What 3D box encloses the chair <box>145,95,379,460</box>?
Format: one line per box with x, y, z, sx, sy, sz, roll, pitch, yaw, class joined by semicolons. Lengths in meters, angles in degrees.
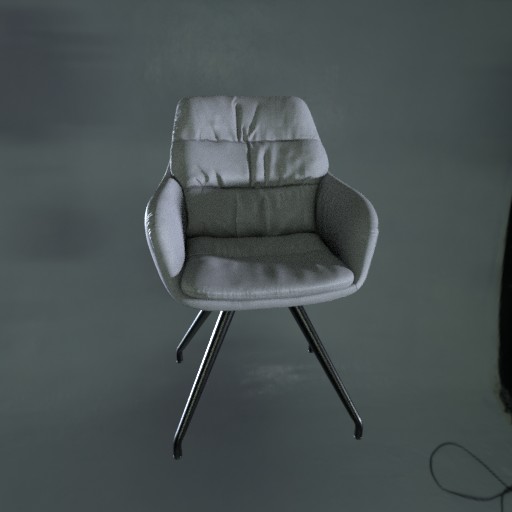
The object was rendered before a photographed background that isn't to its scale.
0.000;0.000;1.269;0.579;0.888;0.569;-3;17;-8;chair
